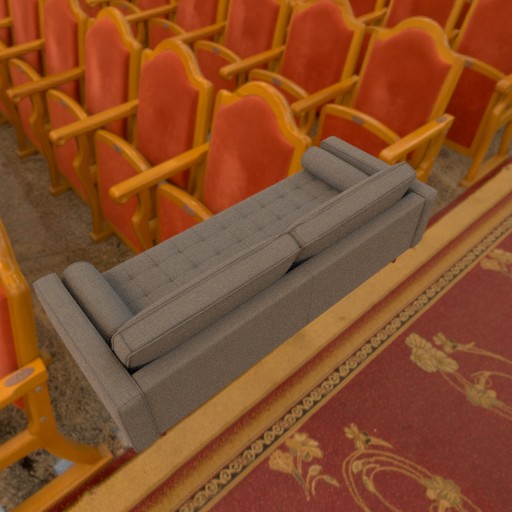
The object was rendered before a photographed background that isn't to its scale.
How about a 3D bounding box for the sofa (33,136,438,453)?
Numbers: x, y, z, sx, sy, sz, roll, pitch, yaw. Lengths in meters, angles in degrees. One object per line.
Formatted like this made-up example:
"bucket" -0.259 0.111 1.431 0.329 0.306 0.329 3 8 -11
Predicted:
"sofa" 0.000 0.000 2.590 2.198 0.762 0.914 -31 53 -27
